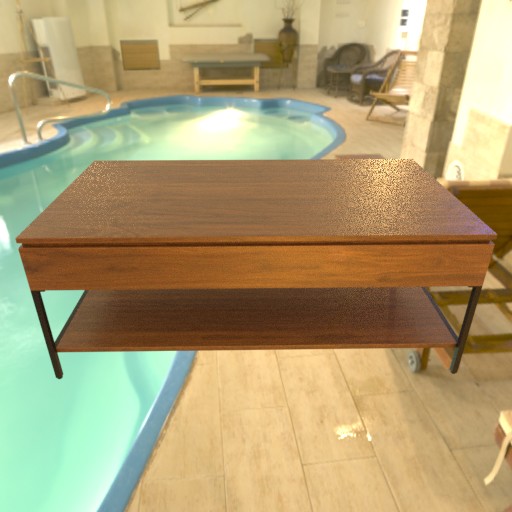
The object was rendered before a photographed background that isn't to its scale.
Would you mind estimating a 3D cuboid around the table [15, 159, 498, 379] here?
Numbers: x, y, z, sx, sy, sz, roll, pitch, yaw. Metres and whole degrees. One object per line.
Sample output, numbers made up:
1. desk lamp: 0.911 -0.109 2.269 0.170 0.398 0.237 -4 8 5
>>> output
1. table: 0.000 0.000 1.321 1.057 0.414 0.574 -1 29 -1
